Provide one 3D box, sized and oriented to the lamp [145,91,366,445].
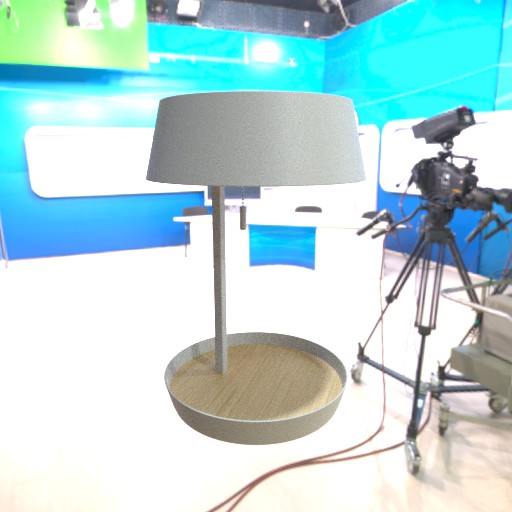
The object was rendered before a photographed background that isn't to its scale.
[{"bbox_3d":[0.000,0.000,0.625,0.291,0.429,0.291,0,14,0],"label":"lamp"}]
